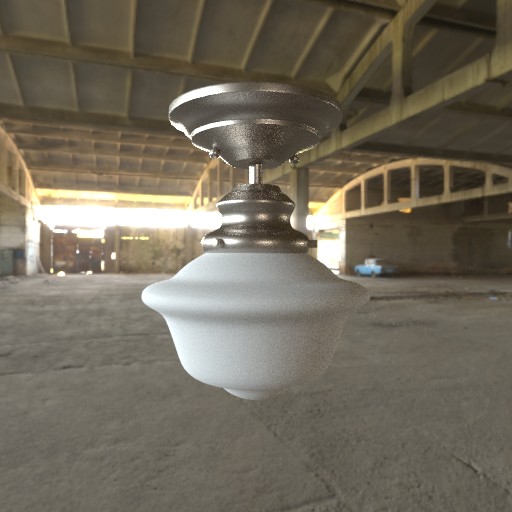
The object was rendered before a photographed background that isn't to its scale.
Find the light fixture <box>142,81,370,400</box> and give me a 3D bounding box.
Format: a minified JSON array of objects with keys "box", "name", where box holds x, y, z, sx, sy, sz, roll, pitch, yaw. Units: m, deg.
[{"box":[0.000,0.000,0.397,0.199,0.254,0.199,0,0,0],"name":"light fixture"}]
